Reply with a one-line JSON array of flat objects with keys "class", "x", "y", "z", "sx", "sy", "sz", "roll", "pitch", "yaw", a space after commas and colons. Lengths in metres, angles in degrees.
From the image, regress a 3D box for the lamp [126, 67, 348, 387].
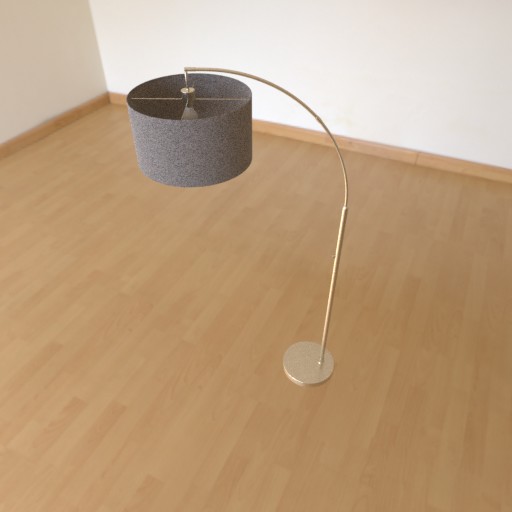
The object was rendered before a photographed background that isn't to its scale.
[{"class": "lamp", "x": 0.000, "y": 0.000, "z": 2.114, "sx": 0.934, "sy": 1.735, "sz": 0.452, "roll": 1, "pitch": 41, "yaw": 1}]
